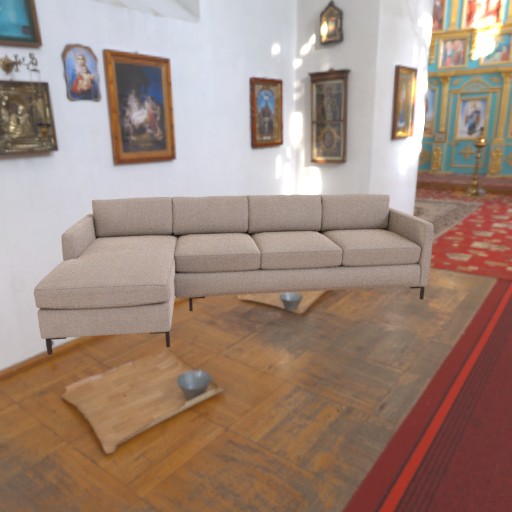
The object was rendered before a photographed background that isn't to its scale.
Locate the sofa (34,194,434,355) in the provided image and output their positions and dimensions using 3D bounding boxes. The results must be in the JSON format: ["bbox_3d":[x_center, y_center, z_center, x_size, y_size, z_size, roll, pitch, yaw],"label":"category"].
[{"bbox_3d":[0.000,0.000,3.537,2.923,0.816,1.469,-2,16,-8],"label":"sofa"}]
